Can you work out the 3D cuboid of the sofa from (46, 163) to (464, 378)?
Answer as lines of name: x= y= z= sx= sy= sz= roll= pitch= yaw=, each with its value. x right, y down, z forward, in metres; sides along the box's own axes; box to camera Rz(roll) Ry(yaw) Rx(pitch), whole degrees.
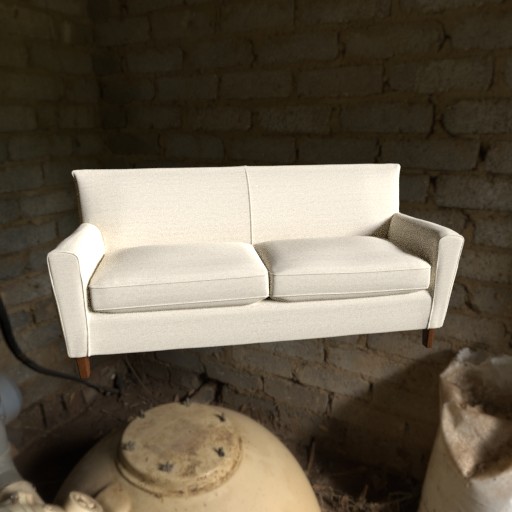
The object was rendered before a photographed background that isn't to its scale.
sofa: x=0.000 y=0.000 z=2.457 sx=2.001 sy=0.907 sz=0.841 roll=-3 pitch=17 yaw=-9
